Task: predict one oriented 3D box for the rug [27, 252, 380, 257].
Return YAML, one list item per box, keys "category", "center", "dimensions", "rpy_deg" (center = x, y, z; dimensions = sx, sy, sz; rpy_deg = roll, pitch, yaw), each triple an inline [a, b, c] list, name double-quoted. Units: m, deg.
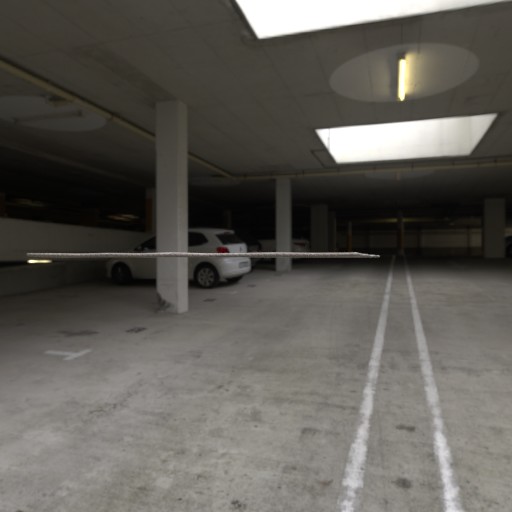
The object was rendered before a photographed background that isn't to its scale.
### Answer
- category: "rug"
  center: [0.000, 0.000, 3.076]
  dimensions: [1.575, 0.023, 2.459]
  rpy_deg: [0, 0, 18]
